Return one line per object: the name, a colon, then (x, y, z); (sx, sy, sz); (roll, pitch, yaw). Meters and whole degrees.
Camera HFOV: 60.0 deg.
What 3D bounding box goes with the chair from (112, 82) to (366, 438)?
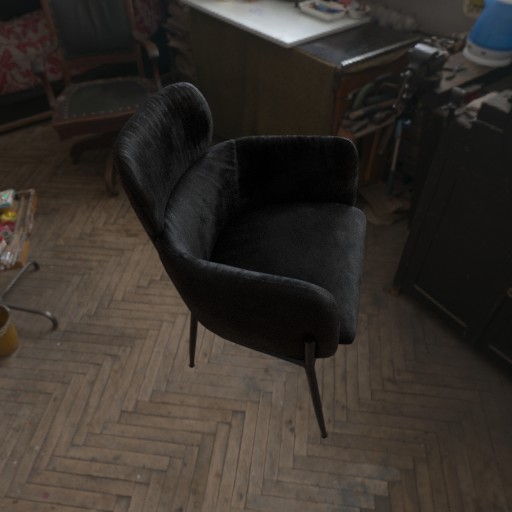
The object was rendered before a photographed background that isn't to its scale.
chair: (0.000, 0.000, 1.275); (0.604, 0.818, 0.640); (9, 47, 9)
